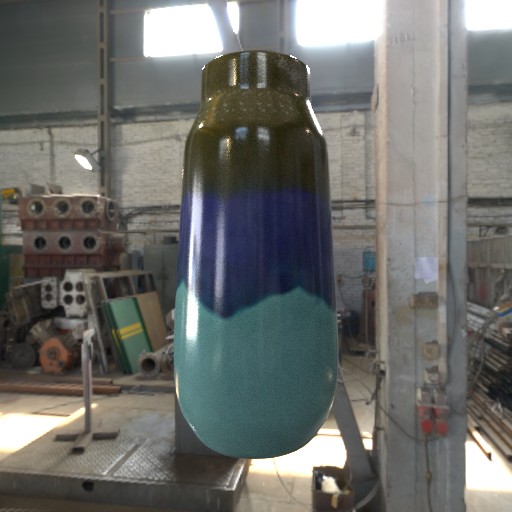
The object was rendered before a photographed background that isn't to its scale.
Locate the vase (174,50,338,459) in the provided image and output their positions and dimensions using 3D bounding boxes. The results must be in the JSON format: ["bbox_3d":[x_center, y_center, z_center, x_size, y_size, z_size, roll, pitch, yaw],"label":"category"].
[{"bbox_3d":[0.000,0.000,0.379,0.139,0.313,0.139,0,0,0],"label":"vase"}]
